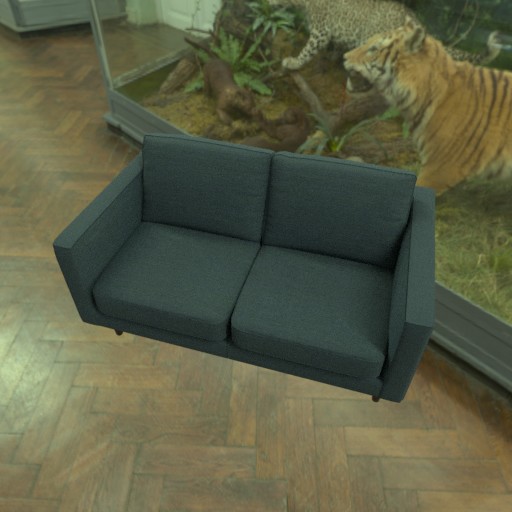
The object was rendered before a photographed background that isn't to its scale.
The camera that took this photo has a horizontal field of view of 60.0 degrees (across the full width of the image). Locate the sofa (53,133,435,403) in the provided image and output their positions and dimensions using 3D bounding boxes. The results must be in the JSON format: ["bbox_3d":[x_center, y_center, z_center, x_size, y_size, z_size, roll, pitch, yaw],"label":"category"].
[{"bbox_3d":[0.000,0.000,2.309,1.659,0.907,0.999,11,43,12],"label":"sofa"}]
